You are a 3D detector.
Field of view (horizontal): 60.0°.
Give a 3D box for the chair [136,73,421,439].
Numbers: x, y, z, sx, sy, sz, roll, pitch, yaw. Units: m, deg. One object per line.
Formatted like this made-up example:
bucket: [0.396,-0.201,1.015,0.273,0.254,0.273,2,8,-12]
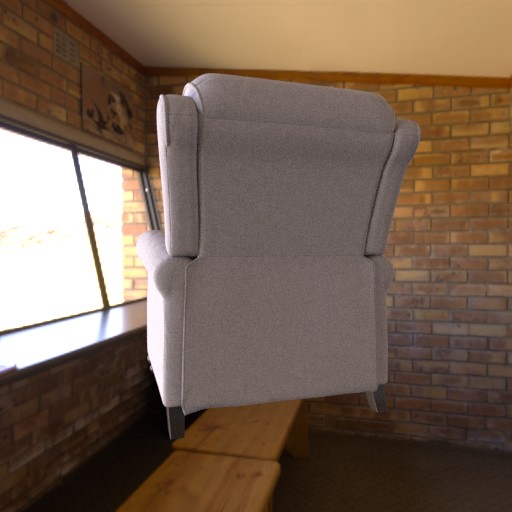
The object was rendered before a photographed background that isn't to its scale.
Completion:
chair: [0.000,0.000,1.695,0.859,1.046,0.919,0,1,-18]
